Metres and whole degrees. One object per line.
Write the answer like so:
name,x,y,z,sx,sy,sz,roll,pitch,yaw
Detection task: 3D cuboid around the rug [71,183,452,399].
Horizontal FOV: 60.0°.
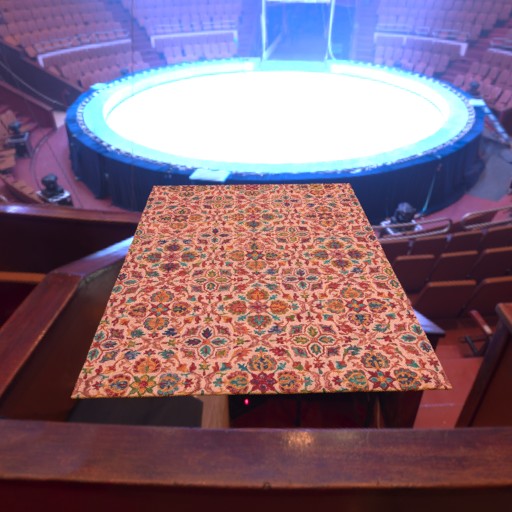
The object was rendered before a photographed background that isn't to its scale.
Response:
rug,0.000,0.000,4.171,2.446,0.020,3.215,-1,33,-1
